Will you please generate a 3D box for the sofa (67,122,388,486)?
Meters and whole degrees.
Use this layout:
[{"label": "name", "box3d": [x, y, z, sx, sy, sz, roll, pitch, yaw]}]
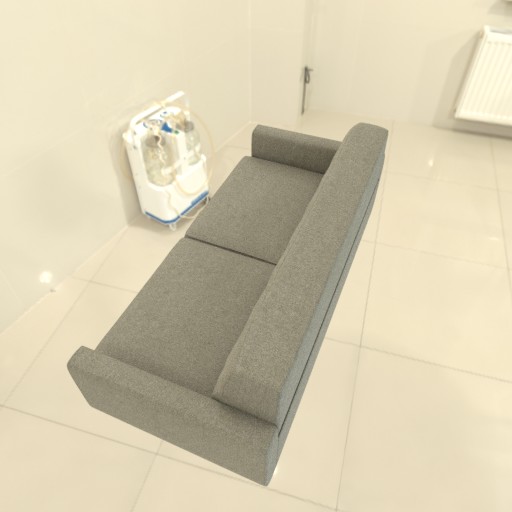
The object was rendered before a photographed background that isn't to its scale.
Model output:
[{"label": "sofa", "box3d": [0.000, 0.000, 2.475, 0.968, 0.873, 2.055, 17, 49, 16]}]
